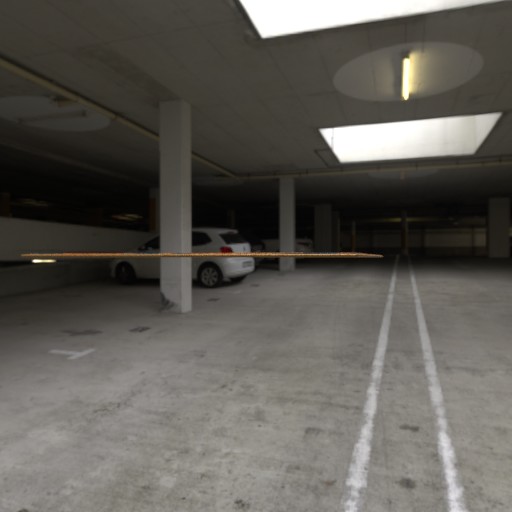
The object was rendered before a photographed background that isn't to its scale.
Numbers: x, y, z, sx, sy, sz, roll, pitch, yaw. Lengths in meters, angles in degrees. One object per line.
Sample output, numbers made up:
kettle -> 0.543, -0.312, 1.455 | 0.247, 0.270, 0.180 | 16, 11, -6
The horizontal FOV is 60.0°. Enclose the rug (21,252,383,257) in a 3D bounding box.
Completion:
rug -> 0.000, 0.000, 2.194 | 1.148, 0.013, 1.758 | 0, 0, 18
